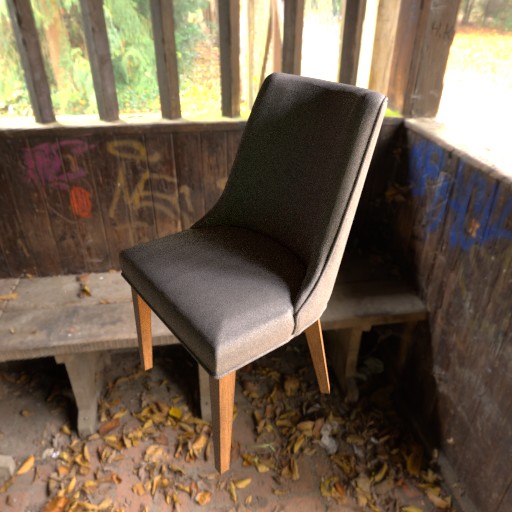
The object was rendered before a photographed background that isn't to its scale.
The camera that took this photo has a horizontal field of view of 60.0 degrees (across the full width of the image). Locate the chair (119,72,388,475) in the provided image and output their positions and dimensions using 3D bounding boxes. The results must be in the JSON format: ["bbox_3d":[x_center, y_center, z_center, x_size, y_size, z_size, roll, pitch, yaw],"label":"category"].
[{"bbox_3d":[0.000,0.000,1.291,0.636,0.916,0.548,-21,37,-31],"label":"chair"}]
